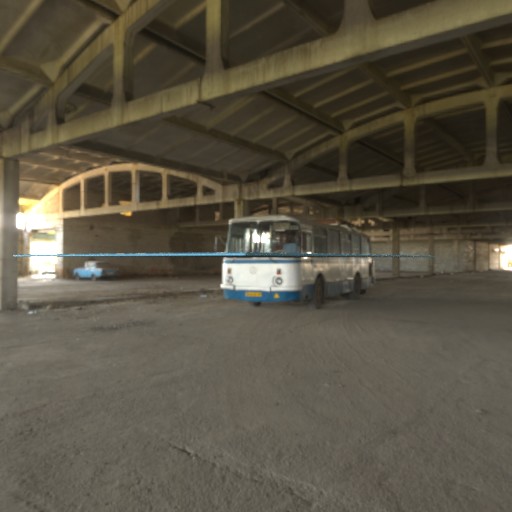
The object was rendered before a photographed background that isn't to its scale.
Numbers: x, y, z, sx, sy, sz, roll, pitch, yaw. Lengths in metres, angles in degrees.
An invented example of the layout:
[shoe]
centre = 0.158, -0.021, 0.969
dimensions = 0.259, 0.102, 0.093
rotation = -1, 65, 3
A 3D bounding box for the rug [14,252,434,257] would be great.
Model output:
[rug]
centre = 0.000, 0.000, 2.760
dimensions = 1.554, 0.012, 2.205
rotation = 0, 0, 37
